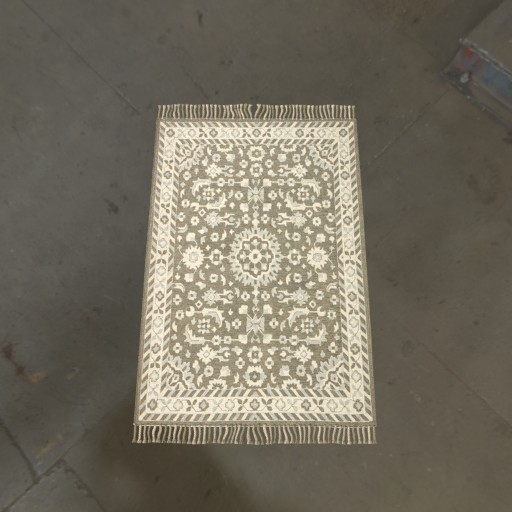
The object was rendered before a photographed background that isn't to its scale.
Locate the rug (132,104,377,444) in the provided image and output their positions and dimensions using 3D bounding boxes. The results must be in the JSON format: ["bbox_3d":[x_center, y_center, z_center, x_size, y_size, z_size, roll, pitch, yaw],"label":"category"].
[{"bbox_3d":[0.000,0.000,3.080,1.530,0.025,2.431,0,74,0],"label":"rug"}]
